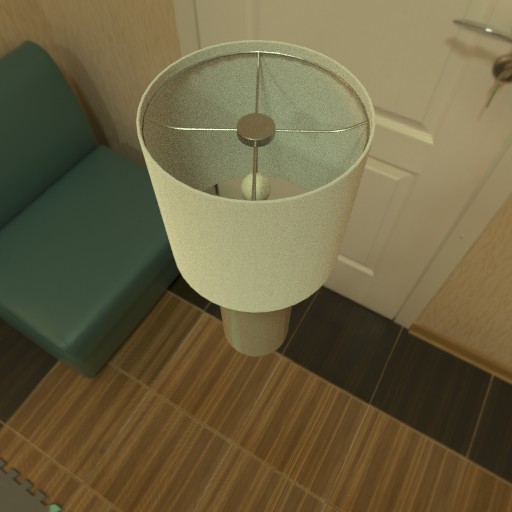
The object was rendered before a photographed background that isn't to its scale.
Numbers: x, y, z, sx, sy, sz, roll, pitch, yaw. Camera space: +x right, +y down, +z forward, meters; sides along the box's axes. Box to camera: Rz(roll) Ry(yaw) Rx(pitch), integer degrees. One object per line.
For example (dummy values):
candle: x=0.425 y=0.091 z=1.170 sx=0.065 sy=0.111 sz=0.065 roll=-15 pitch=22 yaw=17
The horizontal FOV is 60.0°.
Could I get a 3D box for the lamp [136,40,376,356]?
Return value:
lamp: x=0.000 y=0.000 z=0.604 sx=0.212 sy=0.493 sz=0.212 roll=1 pitch=58 yaw=1
